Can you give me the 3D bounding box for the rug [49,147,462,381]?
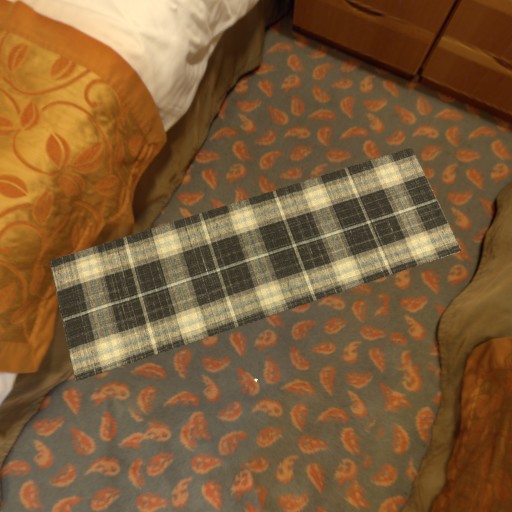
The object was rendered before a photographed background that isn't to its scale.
[{"bbox_3d":[0.000,0.000,2.733,2.434,0.012,0.760,-18,75,-5],"label":"rug"}]
